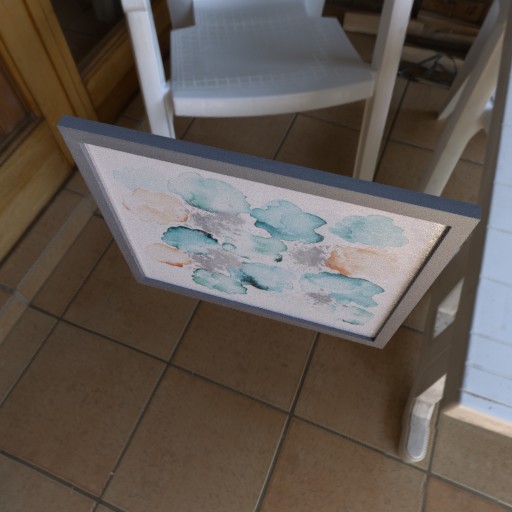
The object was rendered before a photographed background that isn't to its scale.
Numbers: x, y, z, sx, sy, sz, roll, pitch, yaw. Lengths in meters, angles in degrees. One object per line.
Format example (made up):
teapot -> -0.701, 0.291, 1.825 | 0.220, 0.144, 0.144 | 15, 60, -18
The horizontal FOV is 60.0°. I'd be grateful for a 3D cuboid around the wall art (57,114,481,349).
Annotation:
wall art -> 0.000, 0.000, 0.911 | 0.660, 0.558, 0.026 | 14, 61, 8
